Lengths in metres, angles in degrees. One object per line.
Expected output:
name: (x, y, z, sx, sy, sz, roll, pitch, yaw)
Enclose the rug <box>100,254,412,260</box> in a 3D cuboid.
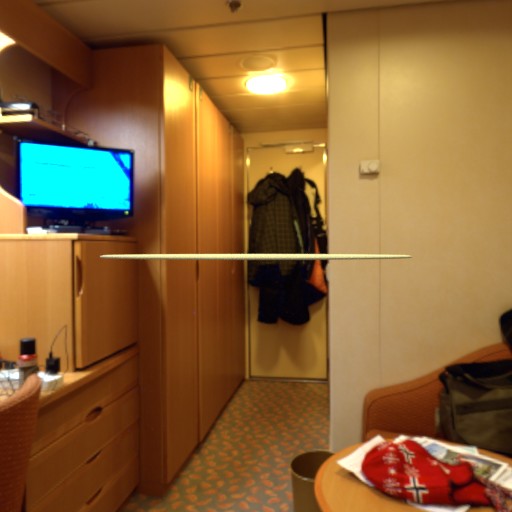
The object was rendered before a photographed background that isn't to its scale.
rug: (0.000, 0.000, 2.396, 1.593, 0.012, 1.593, 0, 1, 0)
